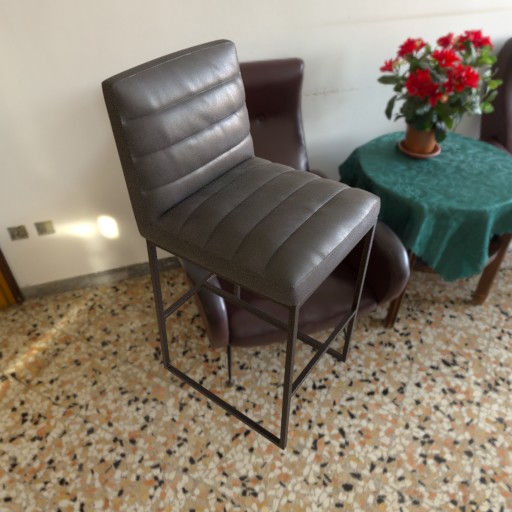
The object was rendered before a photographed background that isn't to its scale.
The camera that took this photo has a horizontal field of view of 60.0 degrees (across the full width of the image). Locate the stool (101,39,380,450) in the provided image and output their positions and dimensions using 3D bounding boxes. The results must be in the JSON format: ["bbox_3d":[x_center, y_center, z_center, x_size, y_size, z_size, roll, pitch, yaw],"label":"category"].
[{"bbox_3d":[0.000,0.000,1.331,0.562,1.065,0.463,25,46,27],"label":"stool"}]
